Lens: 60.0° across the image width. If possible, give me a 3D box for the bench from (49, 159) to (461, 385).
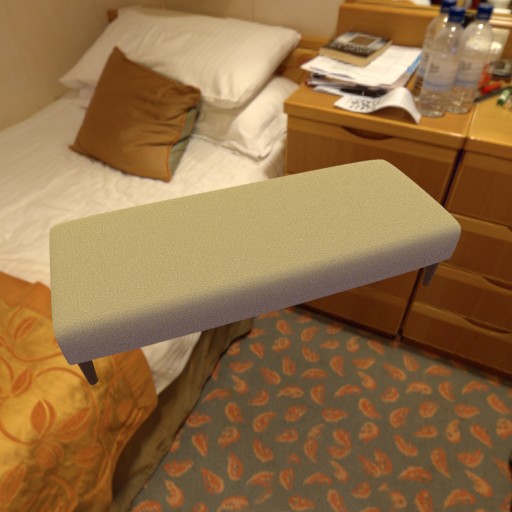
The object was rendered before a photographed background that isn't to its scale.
[{"bbox_3d":[0.000,0.000,1.936,1.609,0.393,0.646,-14,43,-15],"label":"bench"}]
